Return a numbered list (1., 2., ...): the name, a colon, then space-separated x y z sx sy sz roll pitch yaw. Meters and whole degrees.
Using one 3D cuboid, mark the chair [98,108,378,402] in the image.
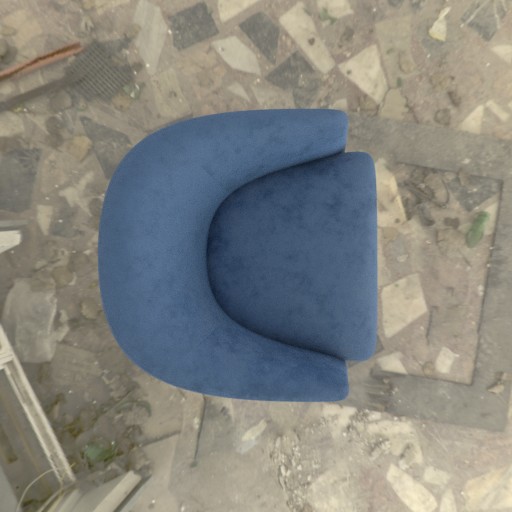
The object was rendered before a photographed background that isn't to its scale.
1. chair: 0.000 0.000 1.391 0.767 0.698 0.773 0 89 0
